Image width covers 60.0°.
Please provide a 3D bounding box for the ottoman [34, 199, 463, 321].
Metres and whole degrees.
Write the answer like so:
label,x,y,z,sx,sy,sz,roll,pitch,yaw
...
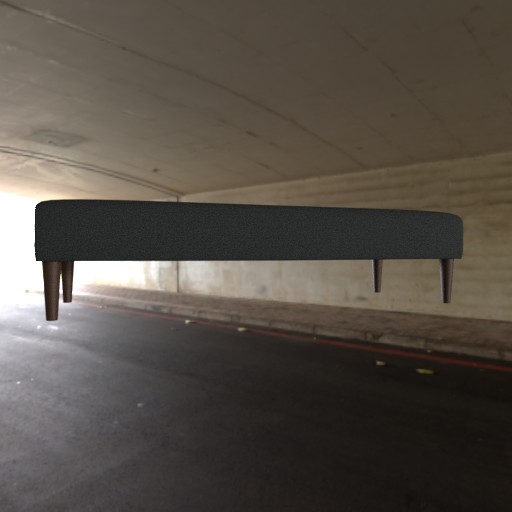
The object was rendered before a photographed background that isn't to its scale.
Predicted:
label,x,y,z,sx,sy,sz,roll,pitch,yaw
ottoman,0.000,0.000,1.863,1.609,0.393,0.646,0,1,-18
